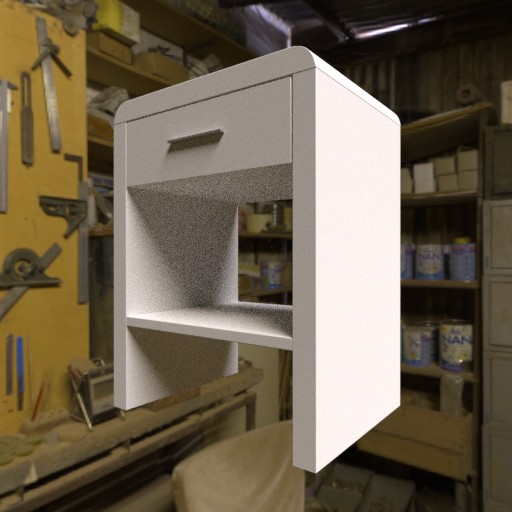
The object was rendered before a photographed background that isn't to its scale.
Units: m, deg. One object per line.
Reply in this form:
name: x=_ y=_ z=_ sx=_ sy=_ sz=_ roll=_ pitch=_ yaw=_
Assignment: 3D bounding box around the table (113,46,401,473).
table: x=0.000 y=0.000 z=0.868 sx=0.450 sy=0.590 sz=0.350 roll=0 pitch=0 yaw=37
